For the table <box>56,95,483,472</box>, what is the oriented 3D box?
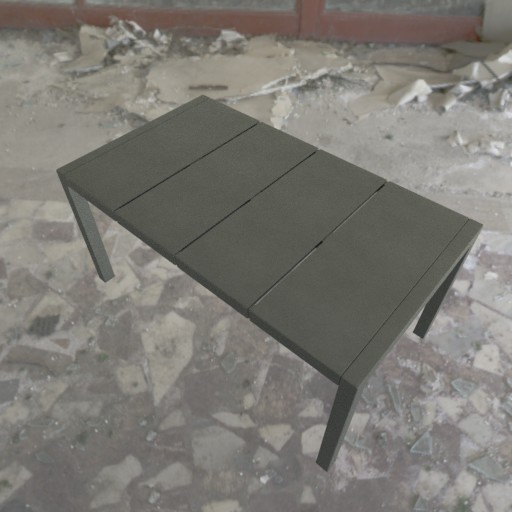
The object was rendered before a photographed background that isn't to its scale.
[{"bbox_3d":[0.000,0.000,1.302,0.965,0.460,0.559,33,55,26],"label":"table"}]
